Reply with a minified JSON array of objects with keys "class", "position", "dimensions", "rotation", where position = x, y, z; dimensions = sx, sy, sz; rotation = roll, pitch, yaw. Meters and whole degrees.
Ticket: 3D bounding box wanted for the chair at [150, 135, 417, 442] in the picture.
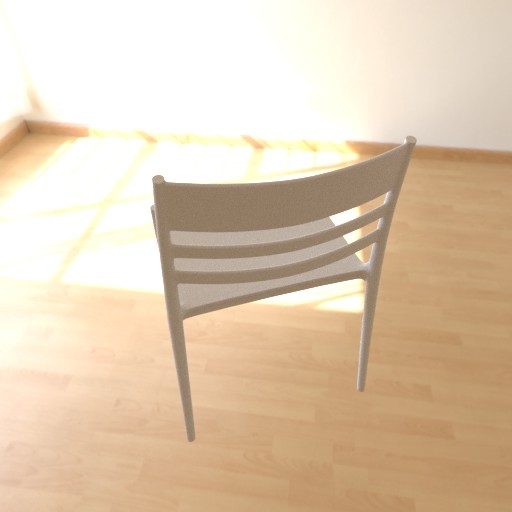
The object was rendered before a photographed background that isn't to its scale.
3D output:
[{"class":"chair","position":[0.000,0.000,1.155],"dimensions":[0.531,0.800,0.511],"rotation":[-12,43,-13]}]
